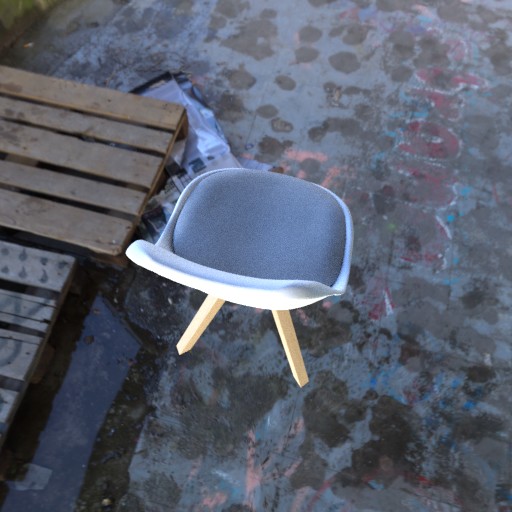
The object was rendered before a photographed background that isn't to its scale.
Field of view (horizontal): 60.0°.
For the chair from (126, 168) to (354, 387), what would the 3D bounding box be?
[{"bbox_3d":[0.000,0.000,1.177,0.485,0.850,0.550,13,64,7],"label":"chair"}]
